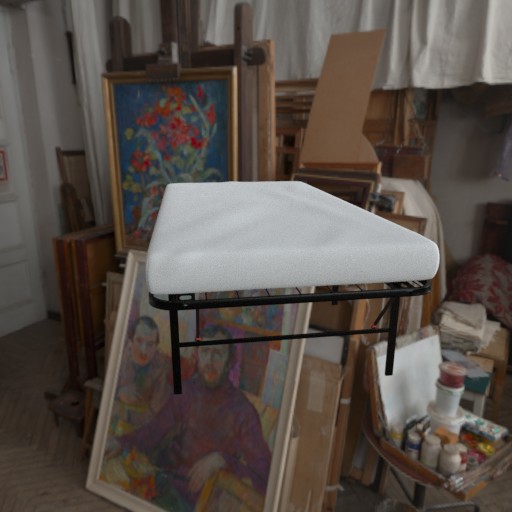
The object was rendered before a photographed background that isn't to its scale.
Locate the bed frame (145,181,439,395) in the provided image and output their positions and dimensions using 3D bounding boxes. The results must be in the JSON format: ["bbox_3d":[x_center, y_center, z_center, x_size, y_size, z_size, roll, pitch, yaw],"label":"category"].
[{"bbox_3d":[0.000,0.000,2.371,0.989,0.619,1.903,-2,16,-9],"label":"bed frame"}]
